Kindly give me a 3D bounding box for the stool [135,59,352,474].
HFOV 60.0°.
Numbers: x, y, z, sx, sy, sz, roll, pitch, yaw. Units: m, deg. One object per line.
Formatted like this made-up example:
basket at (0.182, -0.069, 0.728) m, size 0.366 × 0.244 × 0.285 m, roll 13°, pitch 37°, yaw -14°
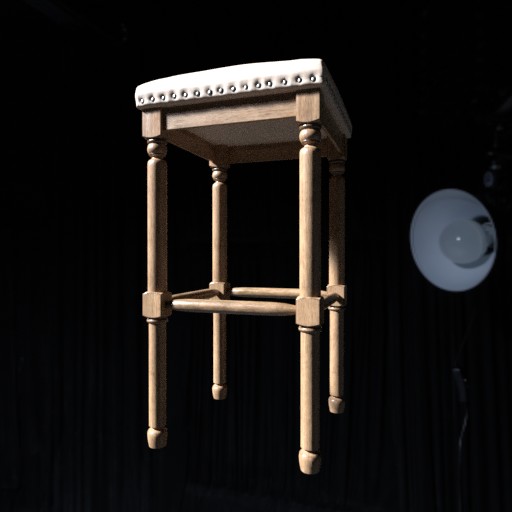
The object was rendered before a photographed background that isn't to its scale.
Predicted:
stool at (0.000, 0.000, 0.996) m, size 0.382 × 0.768 × 0.383 m, roll 0°, pitch 0°, yaw 19°
